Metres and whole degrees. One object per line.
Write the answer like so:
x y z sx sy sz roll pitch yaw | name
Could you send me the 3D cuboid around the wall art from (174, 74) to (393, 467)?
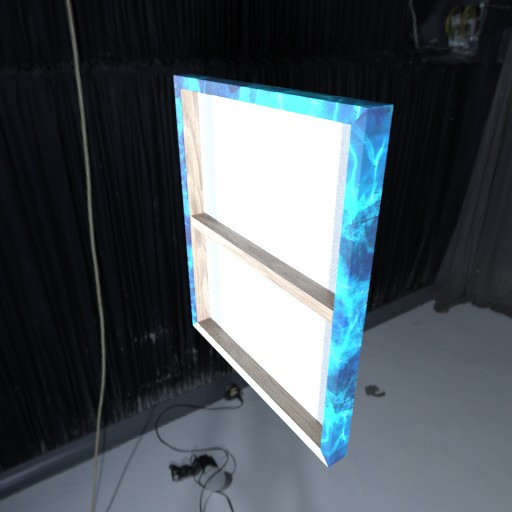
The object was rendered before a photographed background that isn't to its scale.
0.000 0.000 0.706 0.038 0.508 0.432 -17 32 -30 | wall art
